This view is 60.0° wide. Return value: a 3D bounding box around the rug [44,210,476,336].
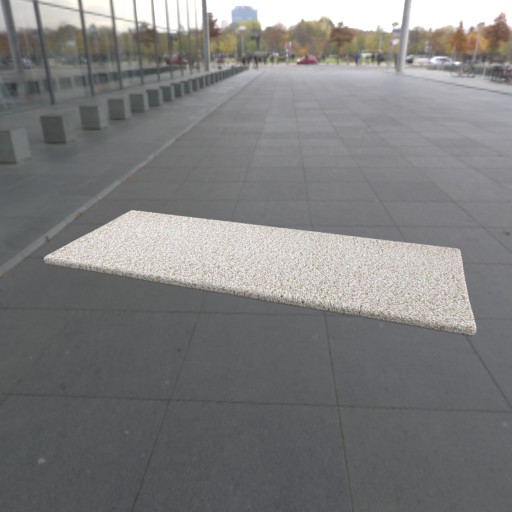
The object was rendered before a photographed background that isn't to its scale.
[{"bbox_3d":[0.000,0.000,1.738,1.524,0.030,0.609,8,26,17],"label":"rug"}]
